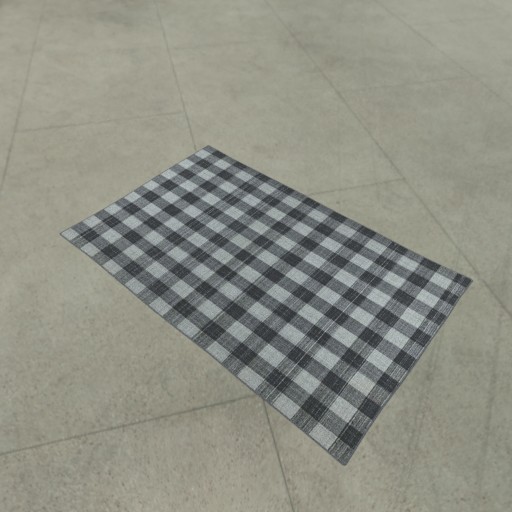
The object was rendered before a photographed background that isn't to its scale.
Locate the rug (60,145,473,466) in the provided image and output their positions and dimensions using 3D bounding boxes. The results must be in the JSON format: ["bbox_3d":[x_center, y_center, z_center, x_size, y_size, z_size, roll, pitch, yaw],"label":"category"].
[{"bbox_3d":[0.000,0.000,3.093,2.476,0.011,1.554,32,55,27],"label":"rug"}]
